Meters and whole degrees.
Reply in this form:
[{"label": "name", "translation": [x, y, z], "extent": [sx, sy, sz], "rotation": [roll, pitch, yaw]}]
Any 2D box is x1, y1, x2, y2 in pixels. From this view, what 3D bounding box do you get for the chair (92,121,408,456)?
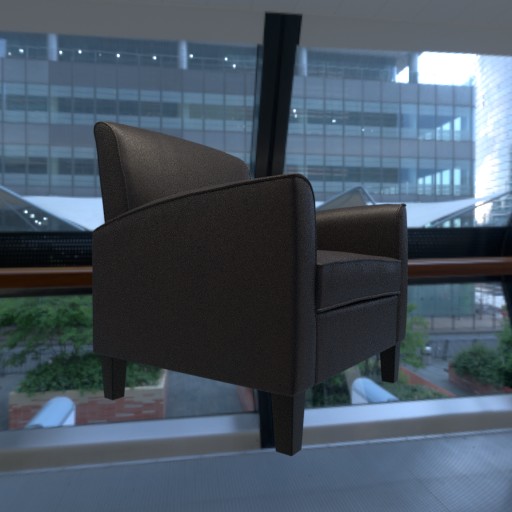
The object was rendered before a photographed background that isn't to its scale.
[{"label": "chair", "translation": [0.000, 0.000, 1.537], "extent": [0.819, 0.916, 0.820], "rotation": [0, 1, 36]}]
